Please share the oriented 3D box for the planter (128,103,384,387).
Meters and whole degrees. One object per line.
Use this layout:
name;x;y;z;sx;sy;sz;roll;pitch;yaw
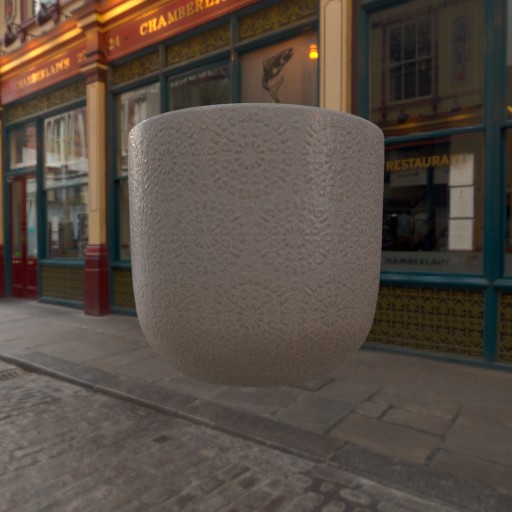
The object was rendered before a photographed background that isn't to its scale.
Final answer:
planter;0.000;0.000;0.375;0.208;0.190;0.208;0;1;0
